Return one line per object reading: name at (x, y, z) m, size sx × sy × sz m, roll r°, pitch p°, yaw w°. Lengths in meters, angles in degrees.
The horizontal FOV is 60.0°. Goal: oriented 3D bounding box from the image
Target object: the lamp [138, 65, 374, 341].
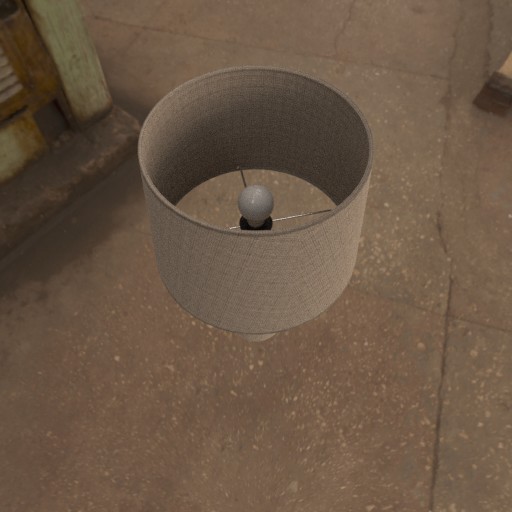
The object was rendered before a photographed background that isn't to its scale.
lamp at (0.000, 0.000, 0.861) m, size 0.367 × 0.609 × 0.367 m, roll 0°, pitch 58°, yaw 0°
